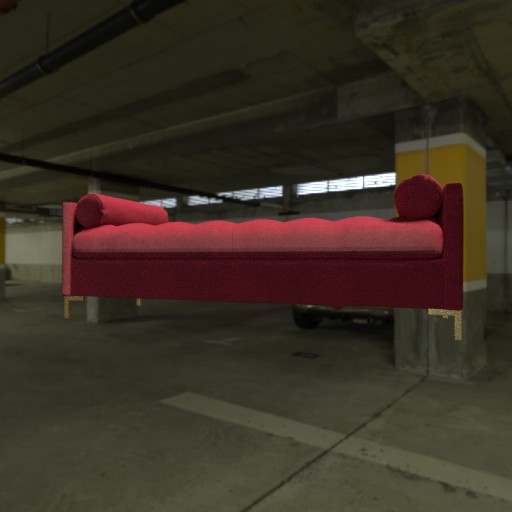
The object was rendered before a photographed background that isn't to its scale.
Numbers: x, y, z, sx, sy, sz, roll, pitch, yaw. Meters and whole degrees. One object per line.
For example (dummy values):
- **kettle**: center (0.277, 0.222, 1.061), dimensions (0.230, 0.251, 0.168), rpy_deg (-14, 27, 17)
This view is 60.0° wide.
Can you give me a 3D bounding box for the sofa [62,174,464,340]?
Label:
- **sofa**: center (0.000, 0.000, 2.525), dimensions (2.102, 0.705, 0.796), rpy_deg (0, 0, 19)
